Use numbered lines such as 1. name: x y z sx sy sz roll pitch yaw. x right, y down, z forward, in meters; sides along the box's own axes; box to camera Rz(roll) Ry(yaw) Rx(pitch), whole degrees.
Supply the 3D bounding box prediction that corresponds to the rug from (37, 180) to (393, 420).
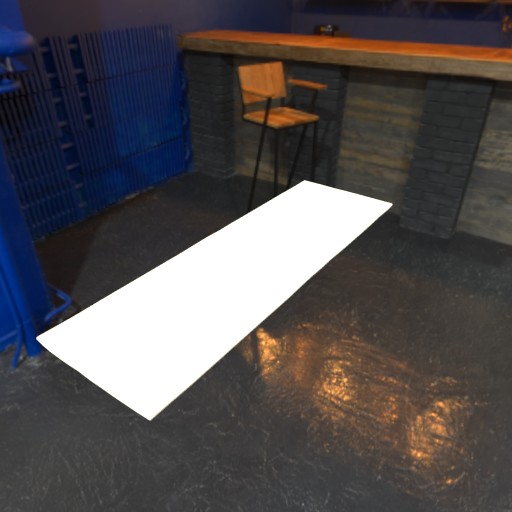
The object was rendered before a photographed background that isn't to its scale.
1. rug: 0.000 0.000 2.726 0.793 0.014 2.450 21 37 30
